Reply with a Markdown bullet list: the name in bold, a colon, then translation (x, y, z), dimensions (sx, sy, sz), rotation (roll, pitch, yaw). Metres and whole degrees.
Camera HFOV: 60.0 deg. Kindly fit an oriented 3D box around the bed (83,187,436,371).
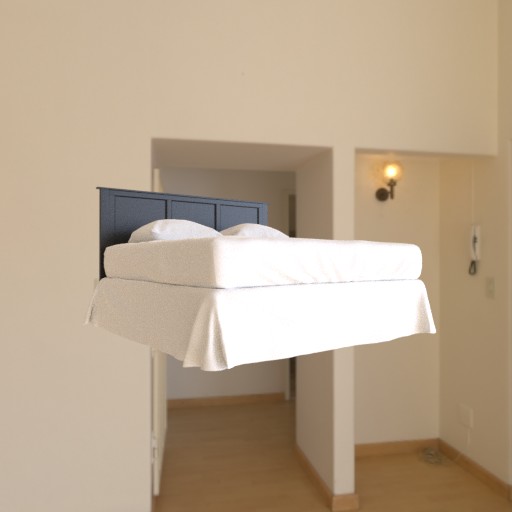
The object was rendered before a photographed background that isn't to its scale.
- **bed**: translation (0.000, 0.000, 3.812), dimensions (2.315, 1.271, 2.219), rotation (0, -1, -36)
